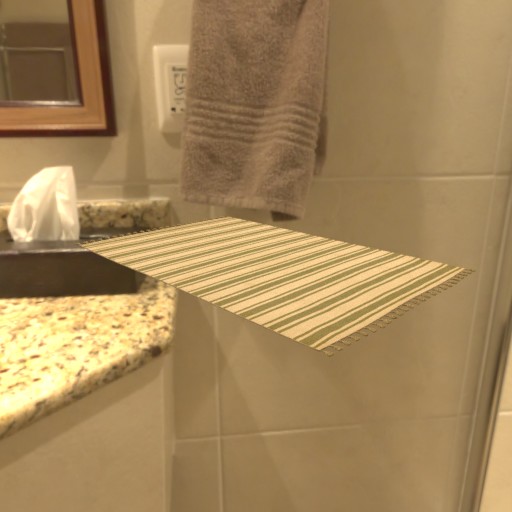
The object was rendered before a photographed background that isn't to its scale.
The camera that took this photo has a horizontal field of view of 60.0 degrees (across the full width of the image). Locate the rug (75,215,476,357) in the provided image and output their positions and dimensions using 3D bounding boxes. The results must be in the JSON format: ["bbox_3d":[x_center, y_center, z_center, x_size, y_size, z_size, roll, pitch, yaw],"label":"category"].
[{"bbox_3d":[0.000,0.000,3.106,1.540,0.018,2.435,-16,23,-42],"label":"rug"}]
